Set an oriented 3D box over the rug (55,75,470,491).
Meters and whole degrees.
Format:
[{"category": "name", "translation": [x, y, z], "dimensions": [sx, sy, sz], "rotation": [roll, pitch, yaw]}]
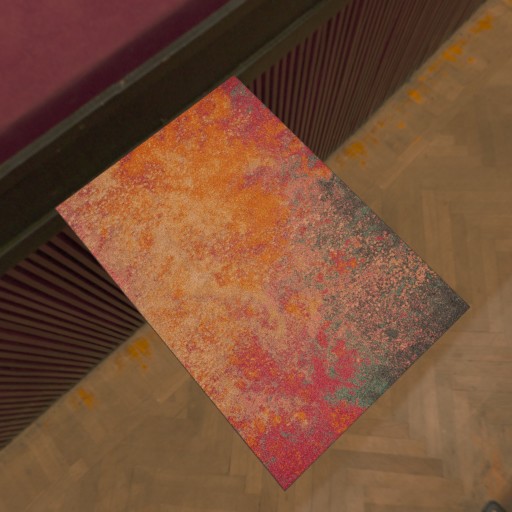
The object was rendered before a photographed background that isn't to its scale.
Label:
[{"category": "rug", "translation": [0.000, 0.000, 3.638], "dimensions": [2.007, 0.013, 2.896], "rotation": [-40, 78, -10]}]
